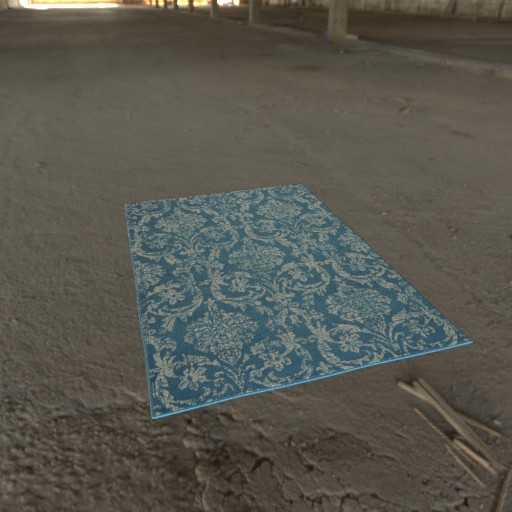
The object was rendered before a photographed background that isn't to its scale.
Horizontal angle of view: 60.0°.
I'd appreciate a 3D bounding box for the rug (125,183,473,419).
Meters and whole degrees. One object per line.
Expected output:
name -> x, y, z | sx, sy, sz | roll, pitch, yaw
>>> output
rug -> 0.000, 0.000, 2.884 | 1.554, 0.012, 2.205 | -9, 32, -15
